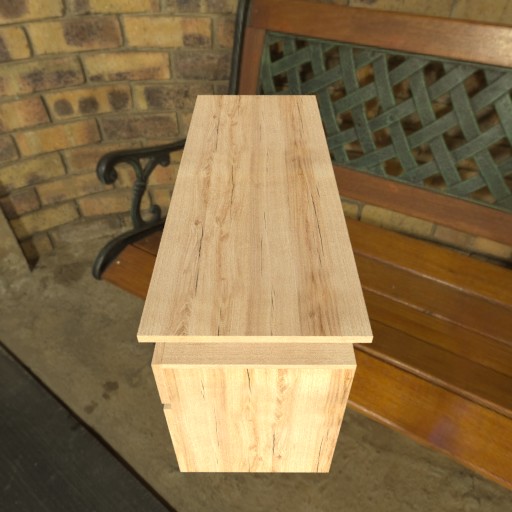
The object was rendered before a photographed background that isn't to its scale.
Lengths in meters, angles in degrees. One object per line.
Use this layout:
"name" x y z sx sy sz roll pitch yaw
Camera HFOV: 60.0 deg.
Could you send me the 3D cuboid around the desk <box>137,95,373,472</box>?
"desk" 0.000 0.000 1.805 0.550 0.760 1.400 0 42 0
